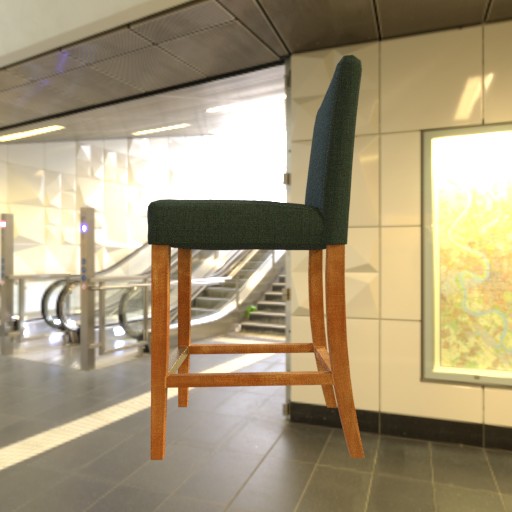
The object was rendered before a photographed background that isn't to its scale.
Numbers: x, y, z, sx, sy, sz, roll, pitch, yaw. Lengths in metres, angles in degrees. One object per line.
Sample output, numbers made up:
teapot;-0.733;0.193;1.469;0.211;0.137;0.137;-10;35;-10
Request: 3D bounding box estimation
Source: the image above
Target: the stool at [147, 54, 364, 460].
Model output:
stool;0.000;0.000;1.338;0.567;1.039;0.454;0;0;0
